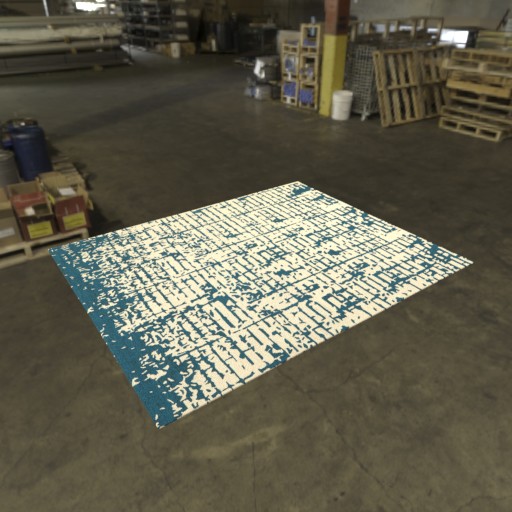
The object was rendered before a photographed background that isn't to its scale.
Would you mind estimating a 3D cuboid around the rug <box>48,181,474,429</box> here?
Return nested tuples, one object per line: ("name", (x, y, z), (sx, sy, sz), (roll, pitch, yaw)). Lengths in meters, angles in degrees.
("rug", (0.000, 0.000, 4.013), (3.017, 0.014, 2.416), (-20, 36, -30))
